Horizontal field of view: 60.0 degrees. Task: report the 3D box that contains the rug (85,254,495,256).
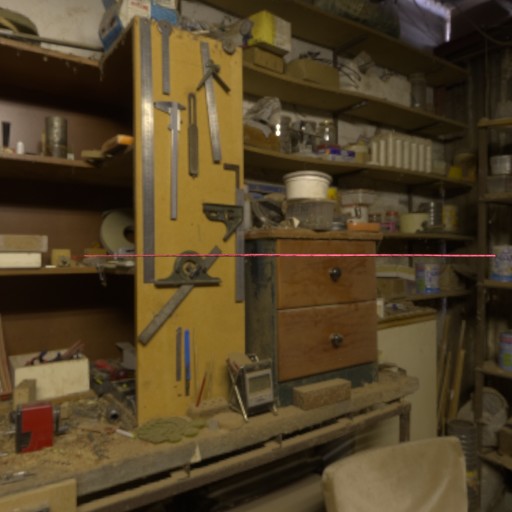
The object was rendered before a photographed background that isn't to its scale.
[{"bbox_3d":[0.000,0.000,2.802,1.579,0.007,2.184,0,0,-34],"label":"rug"}]
